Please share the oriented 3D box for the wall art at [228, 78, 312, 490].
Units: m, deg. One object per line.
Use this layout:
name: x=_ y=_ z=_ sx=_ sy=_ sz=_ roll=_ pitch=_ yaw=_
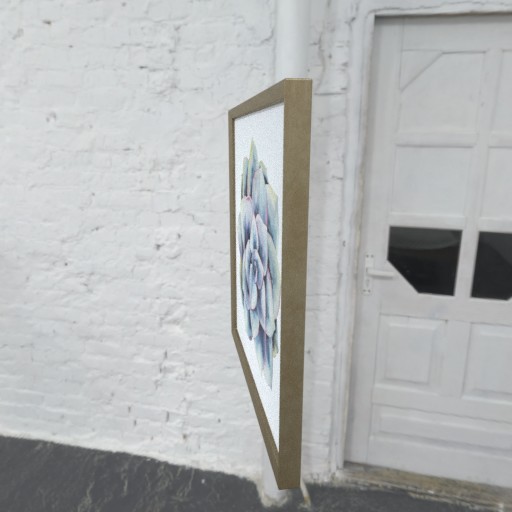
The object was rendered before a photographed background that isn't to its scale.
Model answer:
wall art: x=0.000 y=0.000 z=0.760 sx=0.030 sy=0.506 sz=0.503 roll=-3 pitch=15 yaw=-10
